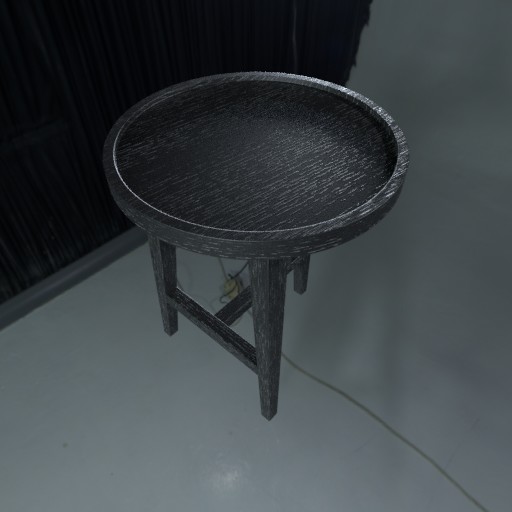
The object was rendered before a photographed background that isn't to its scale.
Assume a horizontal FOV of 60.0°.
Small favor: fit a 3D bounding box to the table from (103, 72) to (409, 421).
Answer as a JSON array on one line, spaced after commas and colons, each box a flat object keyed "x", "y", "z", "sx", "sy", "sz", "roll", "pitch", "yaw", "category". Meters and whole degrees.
[{"x": 0.000, "y": 0.000, "z": 0.757, "sx": 0.399, "sy": 0.460, "sz": 0.399, "roll": 0, "pitch": 46, "yaw": 0, "category": "table"}]
